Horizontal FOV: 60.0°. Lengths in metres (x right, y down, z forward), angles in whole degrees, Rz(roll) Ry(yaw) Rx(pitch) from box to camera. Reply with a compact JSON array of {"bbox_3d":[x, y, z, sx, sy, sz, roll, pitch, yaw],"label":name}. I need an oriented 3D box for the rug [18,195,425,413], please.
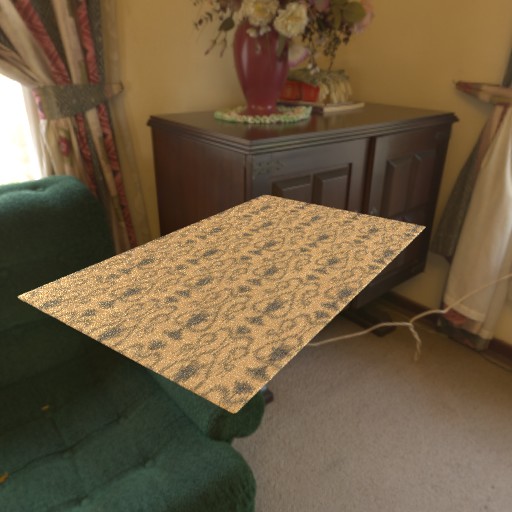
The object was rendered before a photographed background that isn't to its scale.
[{"bbox_3d":[0.000,0.000,2.006,1.035,0.006,1.652,16,29,32],"label":"rug"}]
